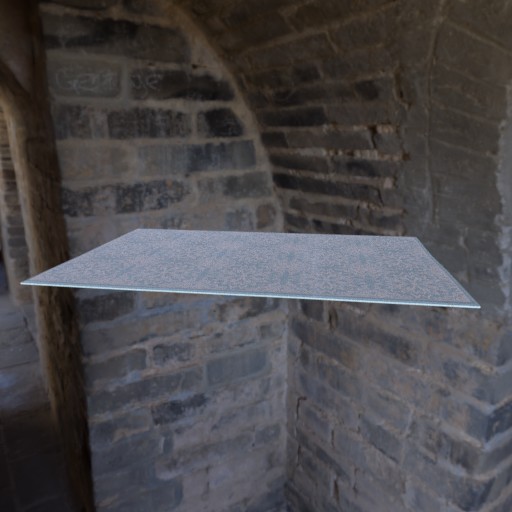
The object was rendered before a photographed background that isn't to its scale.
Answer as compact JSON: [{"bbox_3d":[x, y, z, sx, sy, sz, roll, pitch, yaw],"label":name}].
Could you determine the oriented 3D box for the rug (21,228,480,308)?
[{"bbox_3d":[0.000,0.000,3.471,2.746,0.018,1.819,2,15,8],"label":"rug"}]
